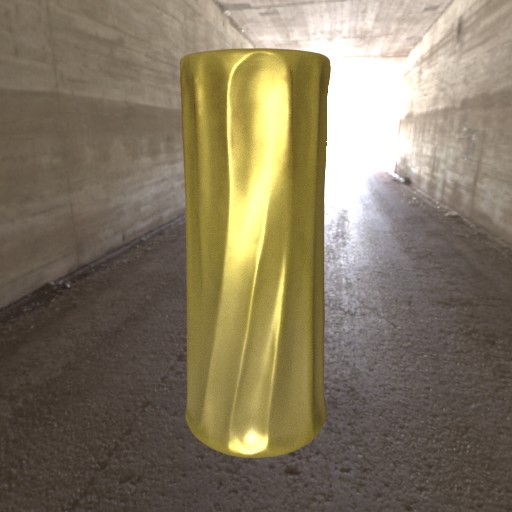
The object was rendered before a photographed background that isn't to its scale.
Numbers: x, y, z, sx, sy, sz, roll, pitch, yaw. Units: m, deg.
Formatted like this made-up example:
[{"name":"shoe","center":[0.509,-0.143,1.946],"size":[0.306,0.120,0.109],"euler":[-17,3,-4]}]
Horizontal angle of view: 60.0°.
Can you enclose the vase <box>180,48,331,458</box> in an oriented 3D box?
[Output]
[{"name":"vase","center":[0.000,0.000,0.175],"size":[0.061,0.143,0.061],"euler":[0,16,0]}]
